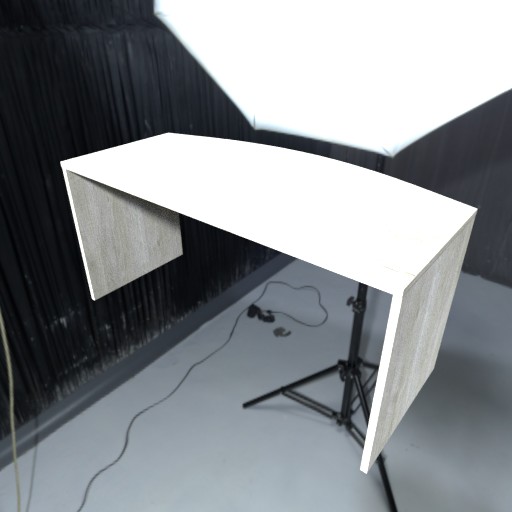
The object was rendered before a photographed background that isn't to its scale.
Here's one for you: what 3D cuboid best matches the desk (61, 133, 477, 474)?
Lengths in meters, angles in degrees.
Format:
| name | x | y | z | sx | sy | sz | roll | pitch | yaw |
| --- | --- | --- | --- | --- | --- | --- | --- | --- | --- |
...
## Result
| name | x | y | z | sx | sy | sz | roll | pitch | yaw |
| --- | --- | --- | --- | --- | --- | --- | --- | --- | --- |
| desk | 0.000 | 0.000 | 2.005 | 1.600 | 0.752 | 0.802 | 22 | 37 | 33 |
